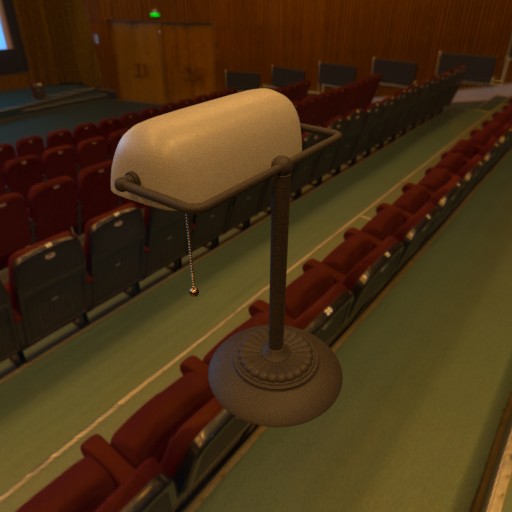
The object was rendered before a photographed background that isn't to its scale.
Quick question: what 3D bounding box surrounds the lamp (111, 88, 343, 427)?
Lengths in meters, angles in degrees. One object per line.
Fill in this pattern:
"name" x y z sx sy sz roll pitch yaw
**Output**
"lamp" 0.000 0.000 0.521 0.243 0.339 0.264 22 38 30
